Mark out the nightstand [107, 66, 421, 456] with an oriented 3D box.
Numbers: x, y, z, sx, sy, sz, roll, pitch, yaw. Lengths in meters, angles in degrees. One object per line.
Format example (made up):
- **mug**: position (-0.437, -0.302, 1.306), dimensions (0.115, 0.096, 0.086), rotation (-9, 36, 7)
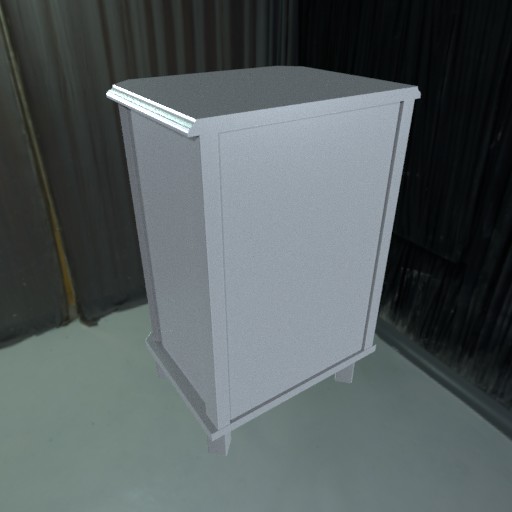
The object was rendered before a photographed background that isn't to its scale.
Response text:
- **nightstand**: position (0.000, 0.000, 0.927), dimensions (0.435, 0.680, 0.348), rotation (-19, 35, -29)
